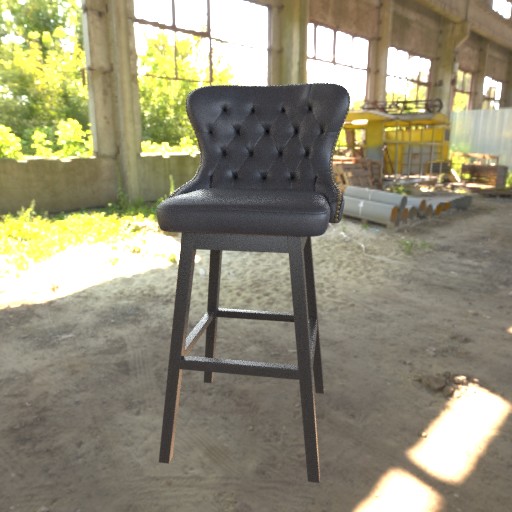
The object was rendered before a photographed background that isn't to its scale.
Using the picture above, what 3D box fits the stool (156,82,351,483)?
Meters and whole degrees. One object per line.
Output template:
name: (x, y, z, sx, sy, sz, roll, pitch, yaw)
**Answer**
stool: (0.000, 0.000, 1.349, 0.528, 1.050, 0.601, 2, 14, 10)
